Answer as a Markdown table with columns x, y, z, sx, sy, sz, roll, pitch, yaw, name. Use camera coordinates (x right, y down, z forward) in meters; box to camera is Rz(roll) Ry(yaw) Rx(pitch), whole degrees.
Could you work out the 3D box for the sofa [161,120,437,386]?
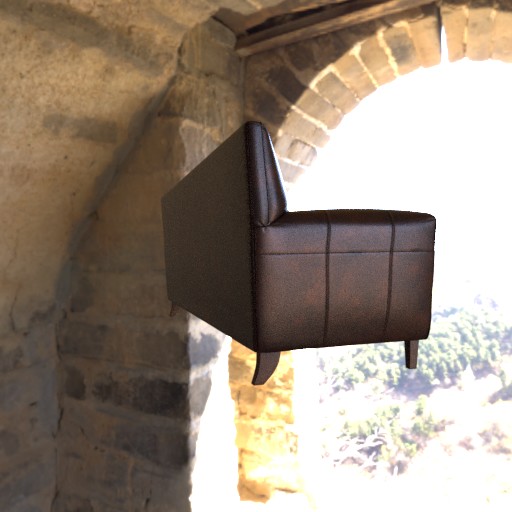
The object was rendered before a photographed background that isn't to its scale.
| x | y | z | sx | sy | sz | roll | pitch | yaw | name |
| --- | --- | --- | --- | --- | --- | --- | --- | --- | --- |
| 0.000 | 0.000 | 2.468 | 0.786 | 0.871 | 1.995 | 0 | 0 | -20 | sofa |
